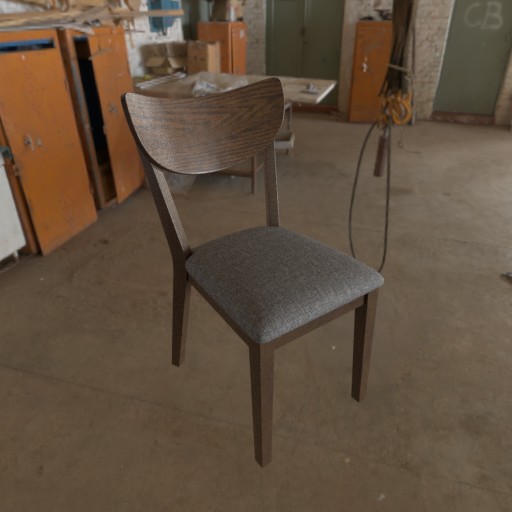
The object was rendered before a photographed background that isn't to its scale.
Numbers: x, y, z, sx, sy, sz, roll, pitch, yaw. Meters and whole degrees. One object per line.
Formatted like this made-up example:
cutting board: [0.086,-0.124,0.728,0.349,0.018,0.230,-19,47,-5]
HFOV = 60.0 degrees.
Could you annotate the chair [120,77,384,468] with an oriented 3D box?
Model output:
chair: [0.000,0.000,1.228,0.491,0.849,0.583,-20,35,-31]
